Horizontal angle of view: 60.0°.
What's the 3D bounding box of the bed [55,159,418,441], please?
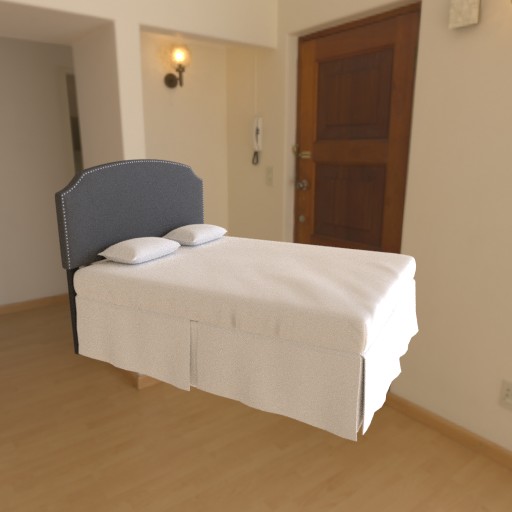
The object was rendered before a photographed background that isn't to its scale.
[{"bbox_3d":[0.000,0.000,3.018,1.999,1.270,1.558,7,15,27],"label":"bed"}]
